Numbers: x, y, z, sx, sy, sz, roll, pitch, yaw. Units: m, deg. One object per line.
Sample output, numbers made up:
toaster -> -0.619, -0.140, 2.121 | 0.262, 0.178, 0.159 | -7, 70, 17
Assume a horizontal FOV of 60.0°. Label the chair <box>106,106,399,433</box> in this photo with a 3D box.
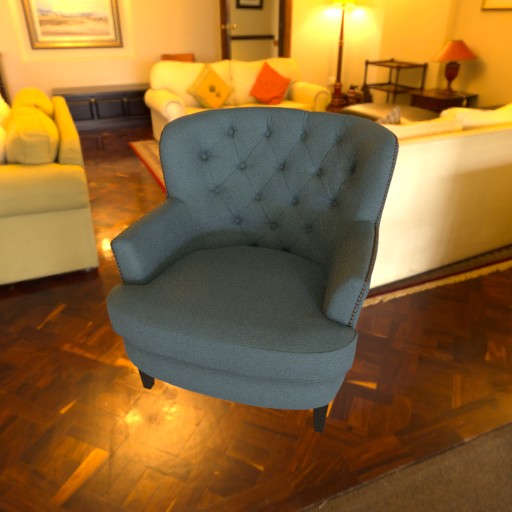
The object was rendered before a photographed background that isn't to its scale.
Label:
chair -> 0.000, 0.000, 1.561 | 0.848, 0.868, 0.906 | 9, 30, 16
